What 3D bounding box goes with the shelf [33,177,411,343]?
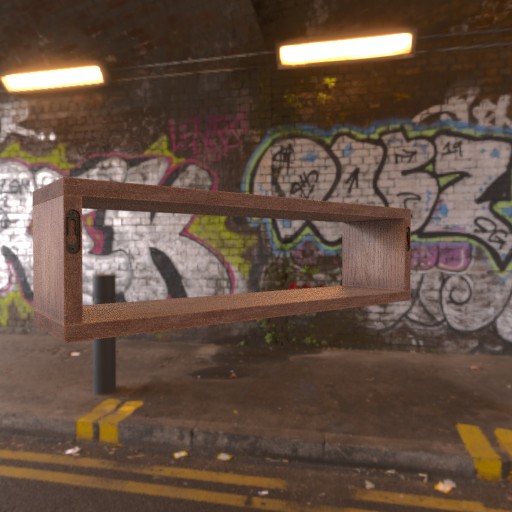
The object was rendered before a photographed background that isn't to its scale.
[{"bbox_3d":[0.000,0.000,0.698,0.610,0.170,0.150,-1,1,-37],"label":"shelf"}]
